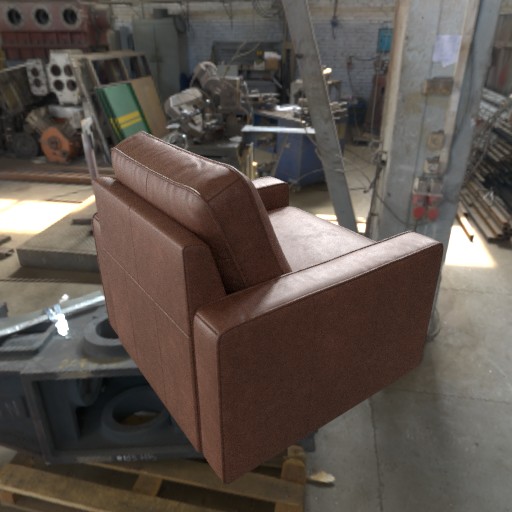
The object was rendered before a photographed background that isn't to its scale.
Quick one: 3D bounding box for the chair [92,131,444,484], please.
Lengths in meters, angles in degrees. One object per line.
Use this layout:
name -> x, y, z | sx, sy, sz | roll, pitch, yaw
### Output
chair -> 0.000, 0.000, 1.701 | 0.940, 0.919, 1.017 | -18, 31, -31
